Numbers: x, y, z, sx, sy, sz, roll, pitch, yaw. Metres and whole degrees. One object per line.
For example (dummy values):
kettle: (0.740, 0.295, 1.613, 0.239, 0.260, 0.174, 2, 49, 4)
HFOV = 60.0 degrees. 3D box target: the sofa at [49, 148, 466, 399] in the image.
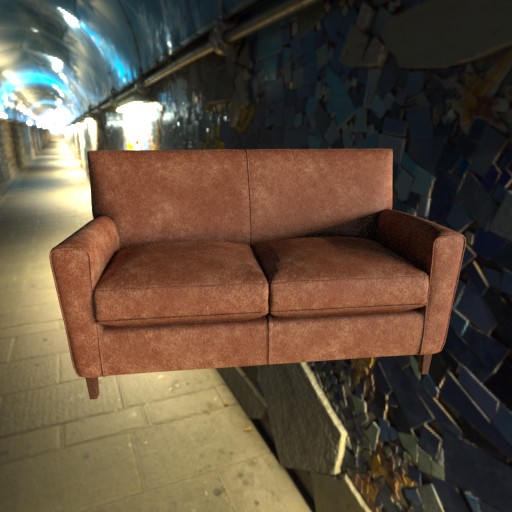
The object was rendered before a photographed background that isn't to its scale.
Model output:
sofa: (0.000, 0.000, 1.922, 1.473, 0.871, 0.787, -2, 16, -7)
